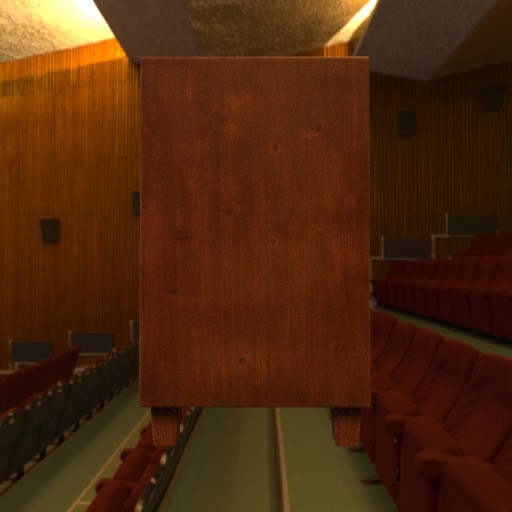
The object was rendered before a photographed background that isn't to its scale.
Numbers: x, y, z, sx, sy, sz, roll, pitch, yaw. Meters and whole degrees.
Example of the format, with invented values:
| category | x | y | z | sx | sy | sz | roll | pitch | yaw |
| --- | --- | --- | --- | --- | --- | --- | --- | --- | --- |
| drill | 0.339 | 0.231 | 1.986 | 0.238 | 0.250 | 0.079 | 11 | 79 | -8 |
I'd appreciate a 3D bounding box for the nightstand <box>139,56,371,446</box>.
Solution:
| category | x | y | z | sx | sy | sz | roll | pitch | yaw |
| --- | --- | --- | --- | --- | --- | --- | --- | --- | --- |
| nightstand | 0.000 | 0.000 | 1.008 | 0.410 | 0.695 | 0.465 | 0 | -1 | 0 |
